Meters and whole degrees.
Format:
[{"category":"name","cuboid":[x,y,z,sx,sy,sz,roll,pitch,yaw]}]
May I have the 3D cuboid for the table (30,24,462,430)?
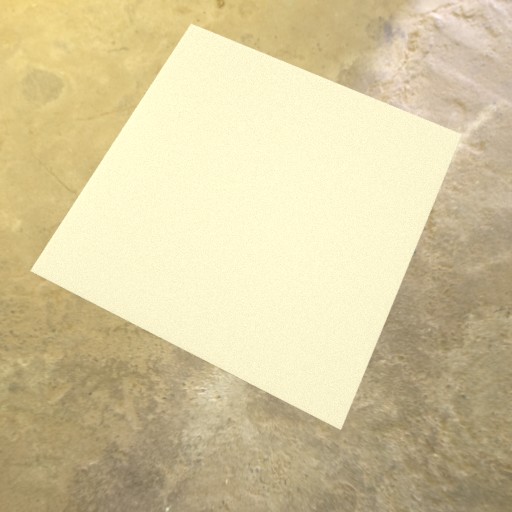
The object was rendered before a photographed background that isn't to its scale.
[{"category":"table","cuboid":[0.000,0.000,0.755,0.381,0.483,0.381,25,76,7]}]
